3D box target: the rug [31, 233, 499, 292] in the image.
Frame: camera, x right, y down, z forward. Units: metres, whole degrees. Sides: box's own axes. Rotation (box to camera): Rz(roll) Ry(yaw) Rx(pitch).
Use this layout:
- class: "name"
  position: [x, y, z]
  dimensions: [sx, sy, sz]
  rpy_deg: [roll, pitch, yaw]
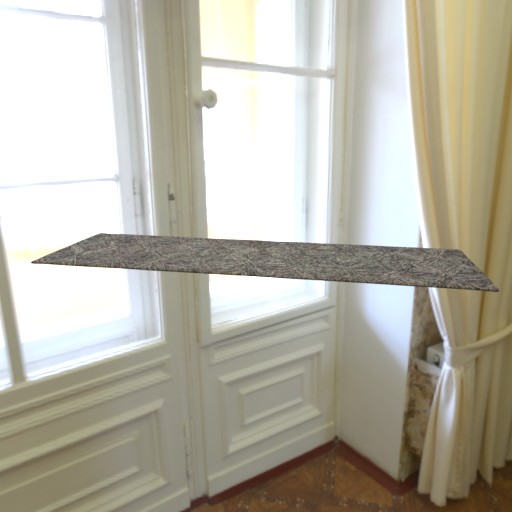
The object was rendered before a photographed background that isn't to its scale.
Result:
- class: "rug"
  position: [0.000, 0.000, 2.471]
  dimensions: [2.305, 0.013, 0.719]
  rpy_deg: [3, 16, 10]
